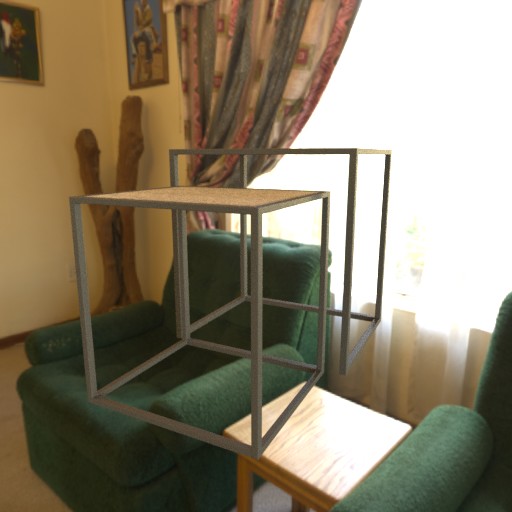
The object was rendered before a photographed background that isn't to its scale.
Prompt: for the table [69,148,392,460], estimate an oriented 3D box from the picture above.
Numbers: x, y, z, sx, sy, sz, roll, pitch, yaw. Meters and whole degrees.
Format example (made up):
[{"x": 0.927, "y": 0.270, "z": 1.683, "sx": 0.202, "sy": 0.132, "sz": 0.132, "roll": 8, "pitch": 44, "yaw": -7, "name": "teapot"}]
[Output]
[{"x": 0.000, "y": 0.000, "z": 1.147, "sx": 0.508, "sy": 0.540, "sz": 0.788, "roll": 6, "pitch": 14, "yaw": 26, "name": "table"}]
